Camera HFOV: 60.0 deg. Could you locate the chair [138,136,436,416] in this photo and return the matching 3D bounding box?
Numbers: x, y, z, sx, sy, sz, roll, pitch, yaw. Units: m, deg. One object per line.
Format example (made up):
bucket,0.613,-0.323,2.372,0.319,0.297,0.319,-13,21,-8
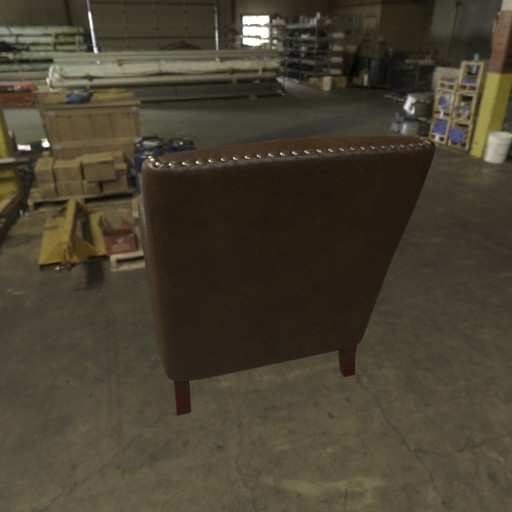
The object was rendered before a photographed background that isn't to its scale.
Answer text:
chair,0.000,0.000,1.335,0.639,0.813,0.704,-8,28,-16
